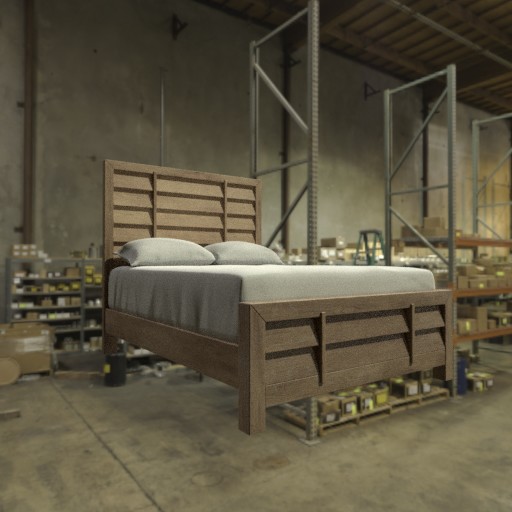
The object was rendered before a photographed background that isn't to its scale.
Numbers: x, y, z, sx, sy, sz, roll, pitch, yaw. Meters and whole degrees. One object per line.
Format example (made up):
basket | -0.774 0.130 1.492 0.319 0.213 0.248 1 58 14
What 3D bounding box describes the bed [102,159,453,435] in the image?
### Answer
bed | 0.000 0.000 3.327 1.626 1.626 2.197 0 -1 -36
